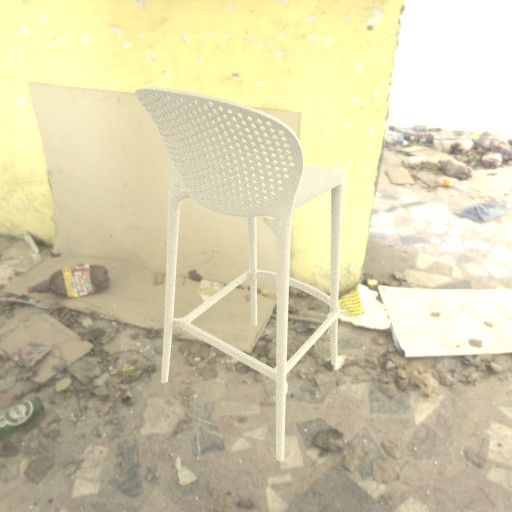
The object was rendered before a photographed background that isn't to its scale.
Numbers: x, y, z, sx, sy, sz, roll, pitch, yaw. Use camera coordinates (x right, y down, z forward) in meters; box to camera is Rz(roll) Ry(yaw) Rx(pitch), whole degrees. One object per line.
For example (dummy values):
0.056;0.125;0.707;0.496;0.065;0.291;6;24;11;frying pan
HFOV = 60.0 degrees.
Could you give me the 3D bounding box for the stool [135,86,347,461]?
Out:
0.000;0.000;1.364;0.536;1.045;0.535;21;37;32;stool
